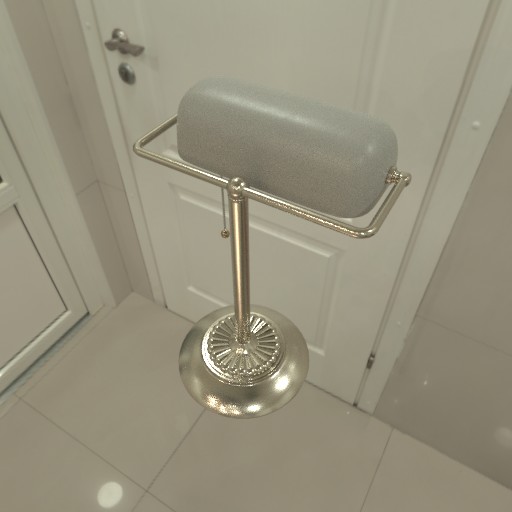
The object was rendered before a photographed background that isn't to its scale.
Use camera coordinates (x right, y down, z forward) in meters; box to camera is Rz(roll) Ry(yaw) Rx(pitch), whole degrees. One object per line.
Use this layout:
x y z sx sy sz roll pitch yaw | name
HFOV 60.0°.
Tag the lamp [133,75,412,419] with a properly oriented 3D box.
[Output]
0.000 0.000 0.508 0.264 0.339 0.243 23 50 21 | lamp
